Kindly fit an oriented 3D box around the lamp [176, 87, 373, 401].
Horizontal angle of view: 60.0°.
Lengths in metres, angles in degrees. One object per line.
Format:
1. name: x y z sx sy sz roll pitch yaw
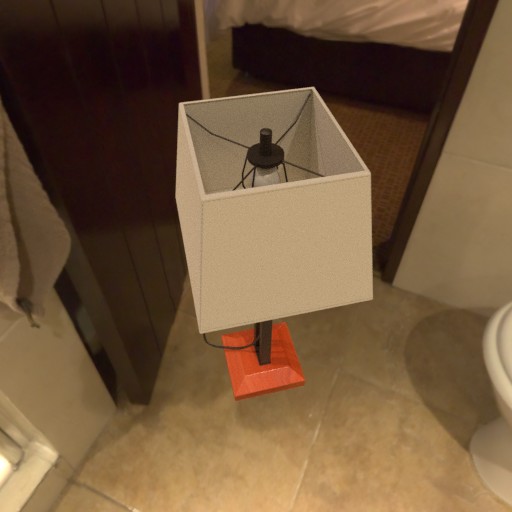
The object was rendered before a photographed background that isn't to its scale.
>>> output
1. lamp: 0.000 0.000 1.005 0.310 0.737 0.498 -10 49 -9
